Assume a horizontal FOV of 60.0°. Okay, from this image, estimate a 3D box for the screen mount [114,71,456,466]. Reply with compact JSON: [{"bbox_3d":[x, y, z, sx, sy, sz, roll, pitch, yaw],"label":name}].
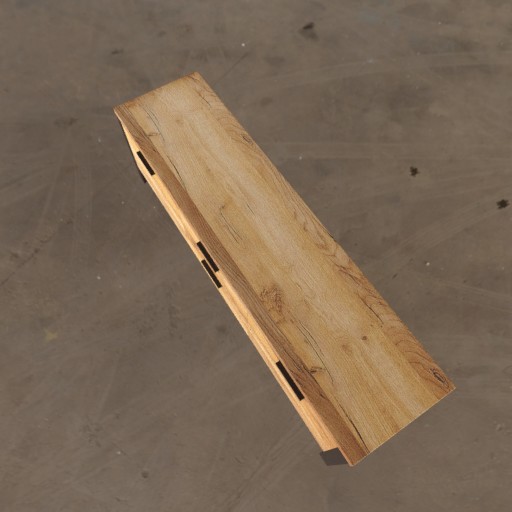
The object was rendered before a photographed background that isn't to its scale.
[{"bbox_3d":[0.000,0.000,1.717,0.395,0.450,1.524,-30,68,-14],"label":"screen mount"}]
